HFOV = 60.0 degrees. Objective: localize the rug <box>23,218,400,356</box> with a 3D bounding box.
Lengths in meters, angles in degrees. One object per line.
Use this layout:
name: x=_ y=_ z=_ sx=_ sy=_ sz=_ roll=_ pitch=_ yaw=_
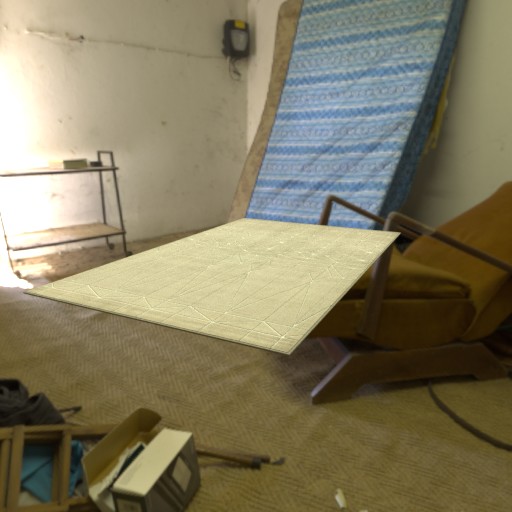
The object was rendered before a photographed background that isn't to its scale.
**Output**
rug: x=0.000 y=0.000 z=3.062 sx=1.524 sy=0.012 sz=2.438 roll=8 pitch=17 yaw=26
